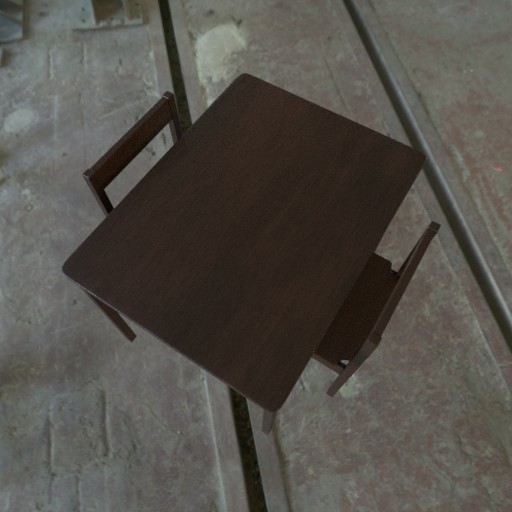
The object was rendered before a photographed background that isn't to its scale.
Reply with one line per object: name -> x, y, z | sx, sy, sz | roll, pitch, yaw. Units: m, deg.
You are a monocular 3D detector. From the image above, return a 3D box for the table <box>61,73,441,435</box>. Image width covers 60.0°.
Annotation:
table -> 0.000, 0.000, 1.107 | 0.672, 0.503, 0.650 | 30, 67, 14
